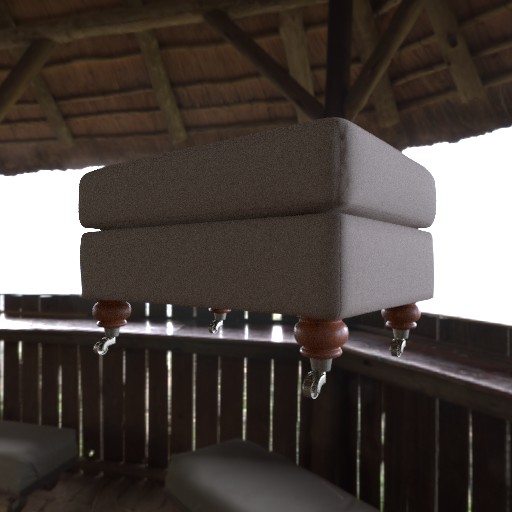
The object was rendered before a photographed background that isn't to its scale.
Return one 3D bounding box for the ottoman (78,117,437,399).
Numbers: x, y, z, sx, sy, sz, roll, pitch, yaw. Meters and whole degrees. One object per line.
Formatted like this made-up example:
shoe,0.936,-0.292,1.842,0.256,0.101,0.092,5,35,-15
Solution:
ottoman,0.000,0.000,1.131,0.773,0.497,0.574,-1,-1,37
